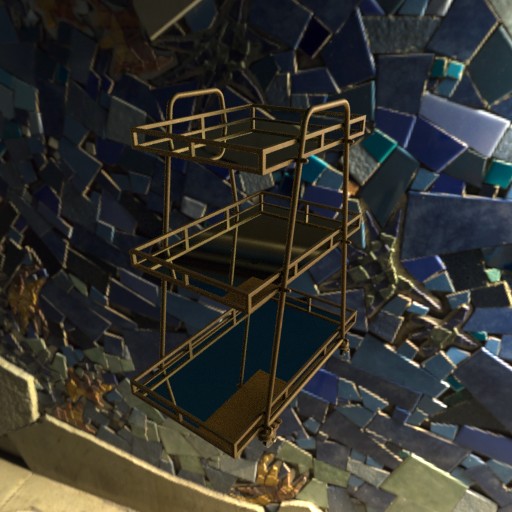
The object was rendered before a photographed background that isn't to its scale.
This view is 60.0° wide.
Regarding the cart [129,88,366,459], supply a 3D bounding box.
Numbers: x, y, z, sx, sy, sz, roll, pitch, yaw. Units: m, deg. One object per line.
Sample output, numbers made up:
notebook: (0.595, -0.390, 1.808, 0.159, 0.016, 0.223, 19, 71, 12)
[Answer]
cart: (0.000, 0.000, 1.288, 0.441, 0.883, 0.711, 18, 32, 31)
